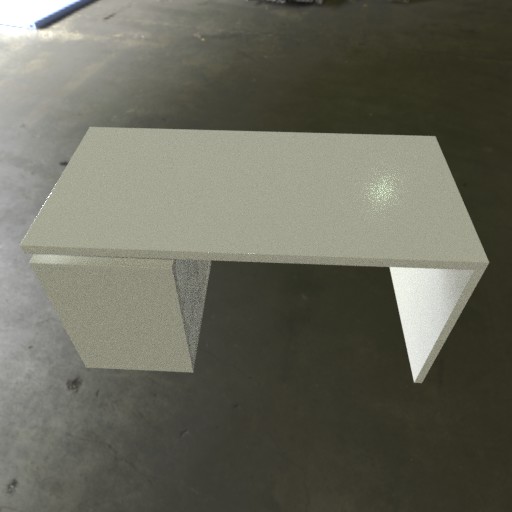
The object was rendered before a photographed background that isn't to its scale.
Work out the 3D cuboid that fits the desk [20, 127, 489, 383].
[{"bbox_3d":[0.000,0.000,1.824,1.400,0.740,0.690,2,46,2],"label":"desk"}]
